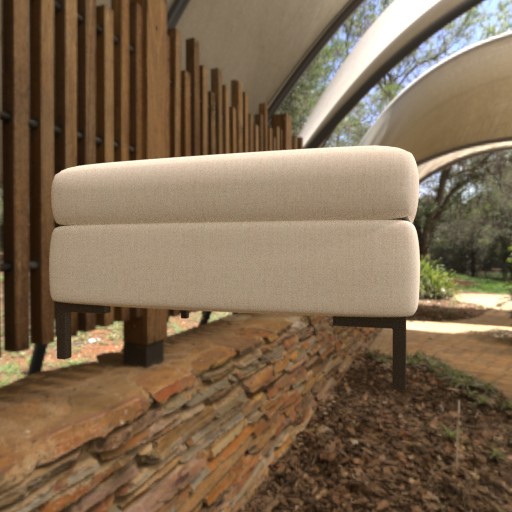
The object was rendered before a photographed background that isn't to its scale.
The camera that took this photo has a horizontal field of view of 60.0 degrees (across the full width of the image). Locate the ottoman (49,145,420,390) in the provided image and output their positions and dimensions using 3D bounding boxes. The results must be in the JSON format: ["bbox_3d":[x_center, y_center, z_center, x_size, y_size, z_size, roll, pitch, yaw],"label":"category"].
[{"bbox_3d":[0.000,0.000,1.167,0.794,0.453,0.657,0,1,17],"label":"ottoman"}]
